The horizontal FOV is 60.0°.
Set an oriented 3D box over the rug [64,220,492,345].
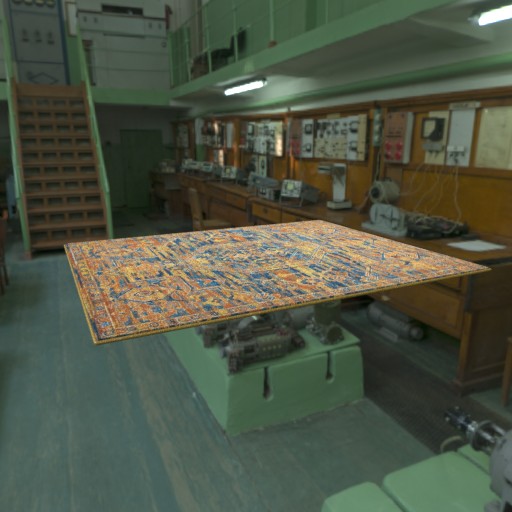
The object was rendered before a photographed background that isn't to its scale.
[{"bbox_3d":[0.000,0.000,3.975,3.040,0.031,2.435,-7,16,-25],"label":"rug"}]
